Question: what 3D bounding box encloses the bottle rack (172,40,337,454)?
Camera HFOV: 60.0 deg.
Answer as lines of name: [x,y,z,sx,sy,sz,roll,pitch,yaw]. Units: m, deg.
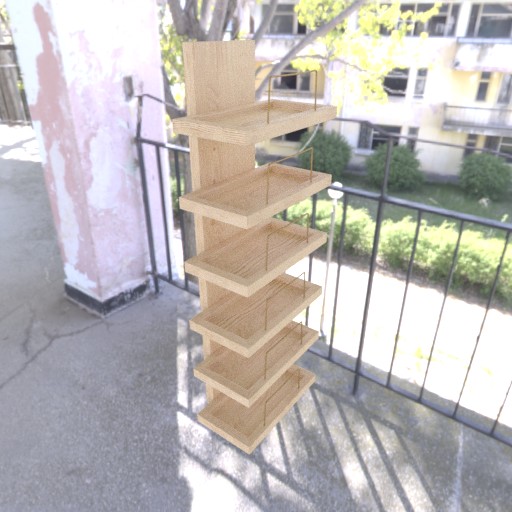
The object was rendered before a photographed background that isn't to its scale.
bottle rack: [0.000,0.000,1.084,0.206,0.943,0.330,19,33,32]
